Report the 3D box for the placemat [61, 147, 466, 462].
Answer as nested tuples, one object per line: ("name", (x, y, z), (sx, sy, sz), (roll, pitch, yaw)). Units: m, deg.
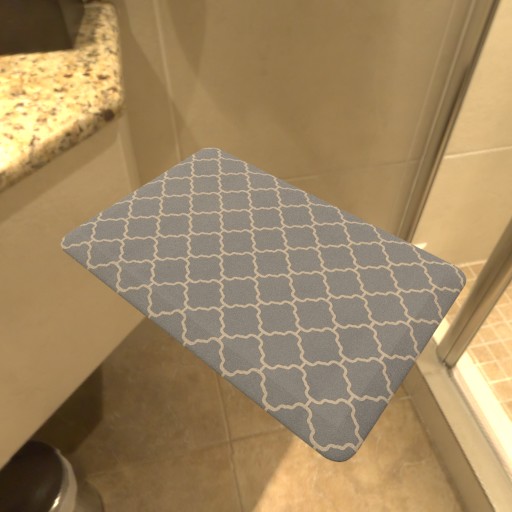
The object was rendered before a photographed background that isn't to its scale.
("placemat", (0.000, 0.000, 0.960), (0.762, 0.021, 0.508), (31, 55, 26))
